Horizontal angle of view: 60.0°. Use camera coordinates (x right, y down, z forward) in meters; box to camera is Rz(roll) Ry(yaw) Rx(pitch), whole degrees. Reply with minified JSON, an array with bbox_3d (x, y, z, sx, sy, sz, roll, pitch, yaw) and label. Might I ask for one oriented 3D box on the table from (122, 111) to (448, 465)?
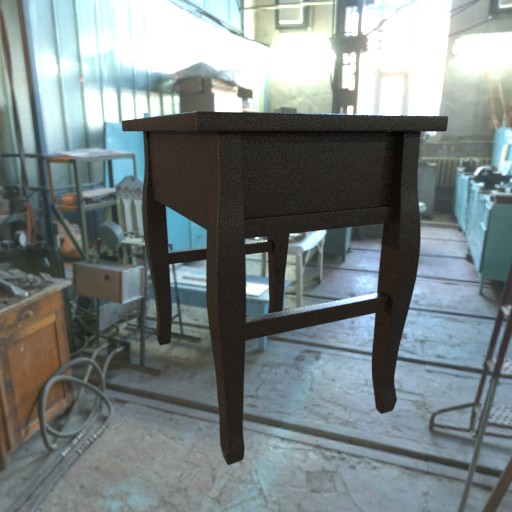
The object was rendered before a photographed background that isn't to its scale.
[{"bbox_3d":[0.000,0.000,1.021,0.460,0.605,0.602,-7,17,-24],"label":"table"}]
